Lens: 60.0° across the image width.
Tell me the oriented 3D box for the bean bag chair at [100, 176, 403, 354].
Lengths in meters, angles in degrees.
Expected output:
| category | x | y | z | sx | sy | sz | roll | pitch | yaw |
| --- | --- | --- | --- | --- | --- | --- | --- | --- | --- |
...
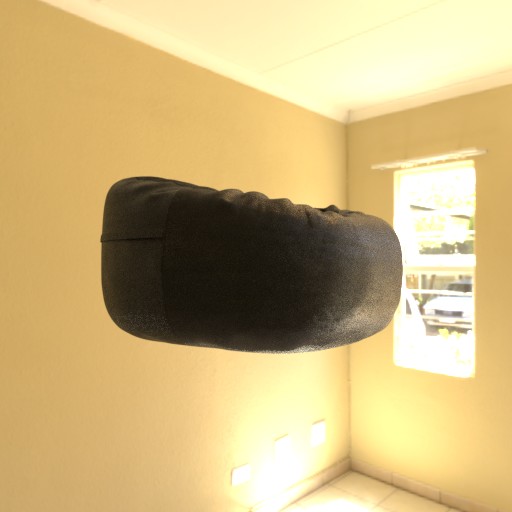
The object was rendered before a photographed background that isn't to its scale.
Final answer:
| category | x | y | z | sx | sy | sz | roll | pitch | yaw |
| --- | --- | --- | --- | --- | --- | --- | --- | --- | --- |
| bean bag chair | 0.000 | 0.000 | 2.432 | 1.524 | 0.878 | 1.524 | -1 | -1 | 35 |
